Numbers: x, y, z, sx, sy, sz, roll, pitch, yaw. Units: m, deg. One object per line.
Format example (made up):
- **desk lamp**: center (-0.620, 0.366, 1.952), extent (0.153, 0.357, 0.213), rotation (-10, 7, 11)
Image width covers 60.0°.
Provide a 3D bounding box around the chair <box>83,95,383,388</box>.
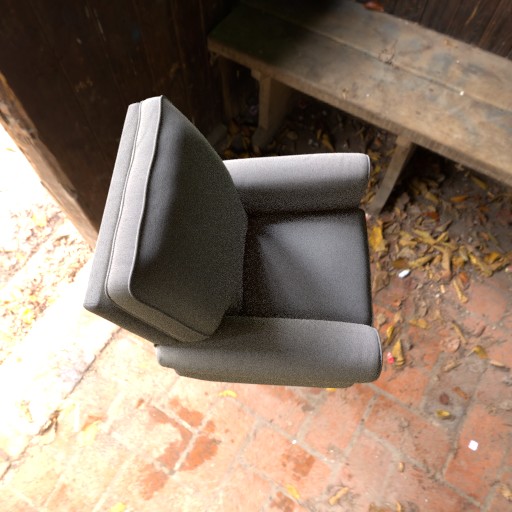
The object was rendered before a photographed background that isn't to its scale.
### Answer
- **chair**: center (0.000, 0.000, 1.644), extent (0.878, 0.960, 0.890), rotation (3, 65, 1)
